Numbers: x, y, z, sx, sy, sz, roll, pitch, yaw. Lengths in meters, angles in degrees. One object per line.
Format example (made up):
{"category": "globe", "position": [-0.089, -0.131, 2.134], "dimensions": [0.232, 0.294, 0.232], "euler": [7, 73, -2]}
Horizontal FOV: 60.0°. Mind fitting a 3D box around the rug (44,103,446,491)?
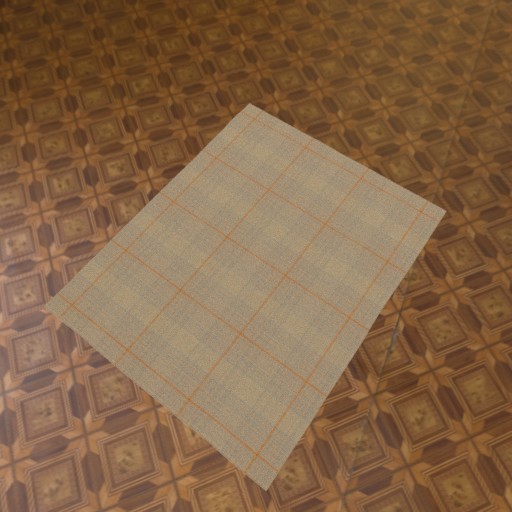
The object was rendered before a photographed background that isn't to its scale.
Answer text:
{"category": "rug", "position": [0.000, 0.000, 4.162], "dimensions": [2.448, 0.021, 3.051], "euler": [33, 68, 16]}
